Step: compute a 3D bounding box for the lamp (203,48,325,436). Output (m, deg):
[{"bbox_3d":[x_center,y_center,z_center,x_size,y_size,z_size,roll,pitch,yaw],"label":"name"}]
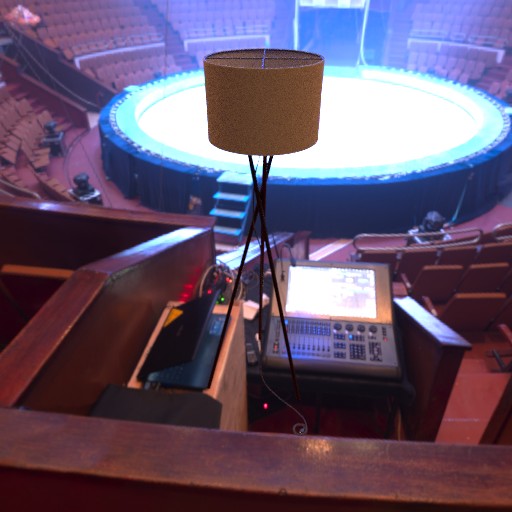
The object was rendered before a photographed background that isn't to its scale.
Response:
[{"bbox_3d":[0.000,0.000,1.976,0.522,1.624,0.667,1,33,2],"label":"lamp"}]
